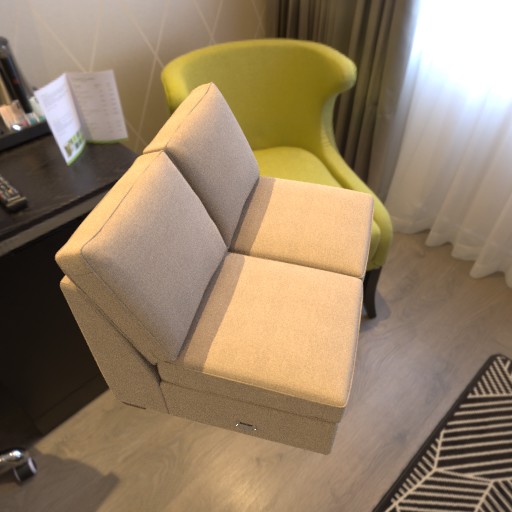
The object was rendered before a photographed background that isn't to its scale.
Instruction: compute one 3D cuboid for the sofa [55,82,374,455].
[{"bbox_3d":[0.000,0.000,1.967,0.978,1.006,1.232,11,46,11],"label":"sofa"}]
